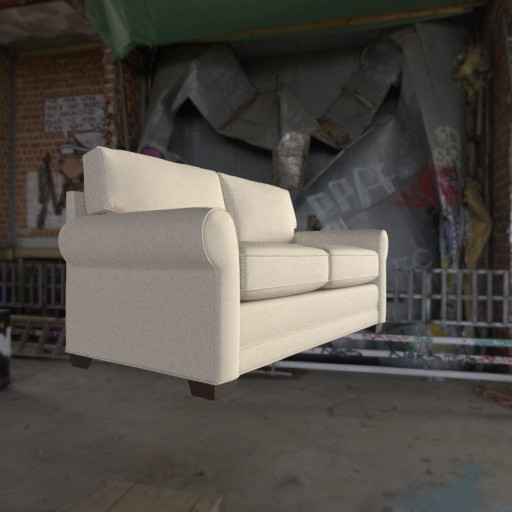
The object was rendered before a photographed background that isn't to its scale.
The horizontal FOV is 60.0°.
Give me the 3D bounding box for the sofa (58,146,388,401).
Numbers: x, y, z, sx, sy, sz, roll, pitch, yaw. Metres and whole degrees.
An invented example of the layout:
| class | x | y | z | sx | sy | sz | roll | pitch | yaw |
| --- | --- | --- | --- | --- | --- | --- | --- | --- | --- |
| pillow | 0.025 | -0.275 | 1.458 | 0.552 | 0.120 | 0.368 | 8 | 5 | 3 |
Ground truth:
| class | x | y | z | sx | sy | sz | roll | pitch | yaw |
| --- | --- | --- | --- | --- | --- | --- | --- | --- | --- |
| sofa | 0.000 | 0.000 | 2.309 | 0.861 | 0.933 | 1.774 | 0 | 0 | 35 |
